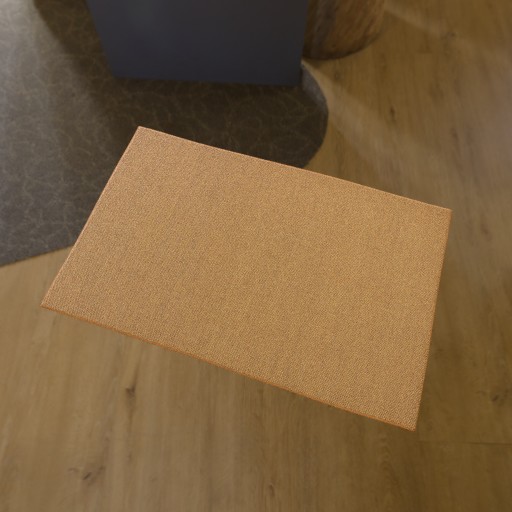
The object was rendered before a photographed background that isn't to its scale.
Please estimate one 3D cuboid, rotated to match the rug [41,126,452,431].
[{"bbox_3d":[0.000,0.000,2.073,1.678,0.013,1.078,17,67,7],"label":"rug"}]
